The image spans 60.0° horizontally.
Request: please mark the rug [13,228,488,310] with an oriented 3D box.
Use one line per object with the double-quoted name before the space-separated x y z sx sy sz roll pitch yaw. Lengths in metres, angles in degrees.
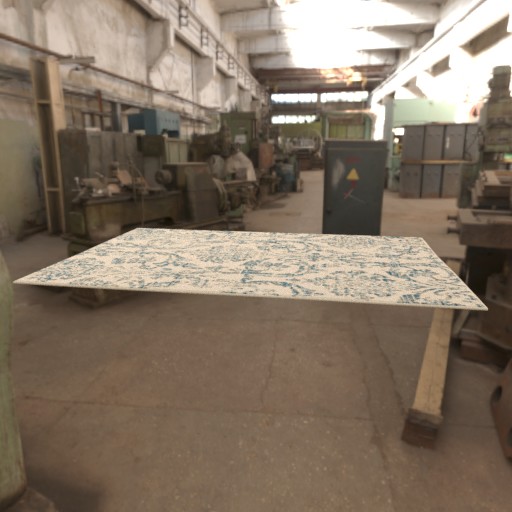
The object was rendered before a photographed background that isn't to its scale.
"rug" 0.000 0.000 2.254 1.831 0.012 1.213 2 14 9
